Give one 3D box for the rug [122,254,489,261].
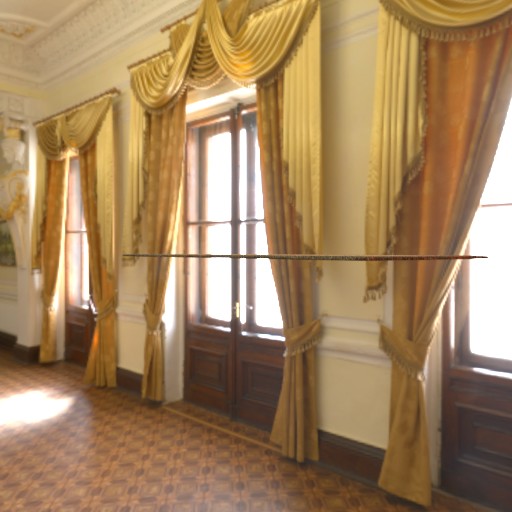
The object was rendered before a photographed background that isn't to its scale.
[{"bbox_3d":[0.000,0.000,2.692,0.810,0.016,2.413,0,1,-36],"label":"rug"}]
